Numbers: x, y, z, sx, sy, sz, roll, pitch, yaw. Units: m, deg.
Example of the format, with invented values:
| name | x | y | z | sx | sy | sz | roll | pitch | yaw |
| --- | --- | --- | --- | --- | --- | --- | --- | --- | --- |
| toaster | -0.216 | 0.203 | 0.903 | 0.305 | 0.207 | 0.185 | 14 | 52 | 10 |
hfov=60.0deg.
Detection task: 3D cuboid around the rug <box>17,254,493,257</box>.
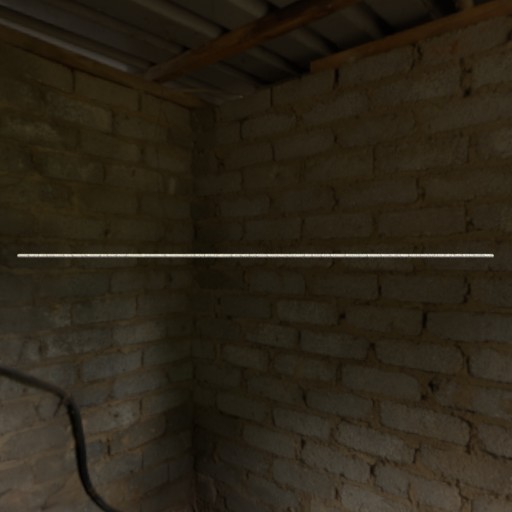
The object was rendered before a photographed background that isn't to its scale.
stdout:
| name | x | y | z | sx | sy | sz | roll | pitch | yaw |
| --- | --- | --- | --- | --- | --- | --- | --- | --- | --- |
| rug | 0.000 | 0.000 | 2.743 | 2.132 | 0.015 | 1.526 | 0 | 0 | 1 |
